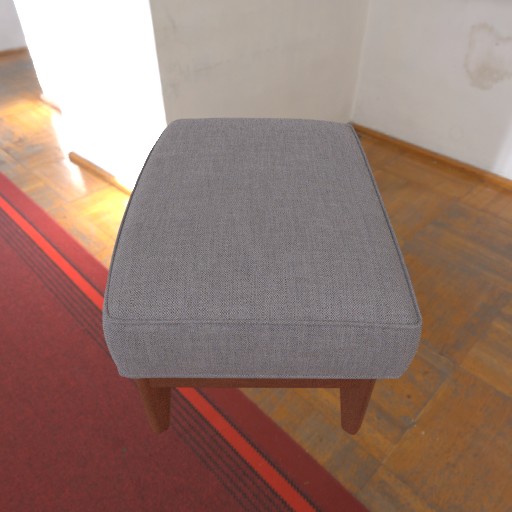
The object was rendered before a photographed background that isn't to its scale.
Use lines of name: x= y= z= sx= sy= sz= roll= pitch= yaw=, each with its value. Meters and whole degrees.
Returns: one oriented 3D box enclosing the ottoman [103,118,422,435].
ottoman: x=0.000 y=0.000 z=1.081 sx=0.555 sy=0.458 sz=0.750 roll=0 pitch=41 yaw=0
